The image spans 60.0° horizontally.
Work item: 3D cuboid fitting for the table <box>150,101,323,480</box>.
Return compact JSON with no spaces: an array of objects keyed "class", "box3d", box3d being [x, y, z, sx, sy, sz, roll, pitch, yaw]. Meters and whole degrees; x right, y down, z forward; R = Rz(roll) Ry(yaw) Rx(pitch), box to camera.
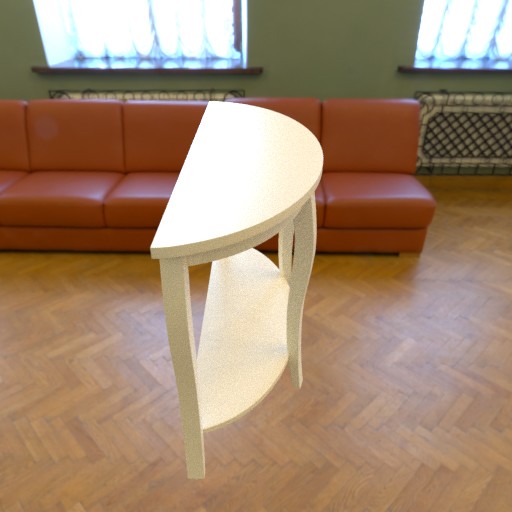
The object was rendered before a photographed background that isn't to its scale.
[{"class":"table","box3d":[0.000,0.000,1.548,0.394,0.780,1.219,0,31,0]}]
